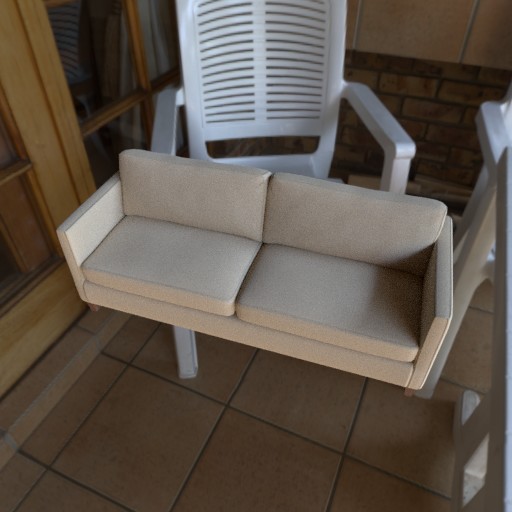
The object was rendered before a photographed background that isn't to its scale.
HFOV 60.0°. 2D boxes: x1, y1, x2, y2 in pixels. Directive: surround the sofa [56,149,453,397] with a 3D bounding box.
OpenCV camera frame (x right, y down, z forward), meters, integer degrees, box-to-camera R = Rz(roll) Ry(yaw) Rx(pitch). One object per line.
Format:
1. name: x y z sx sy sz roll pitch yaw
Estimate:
1. sofa: 0.000 0.000 2.965 2.361 0.968 0.951 12 43 13
